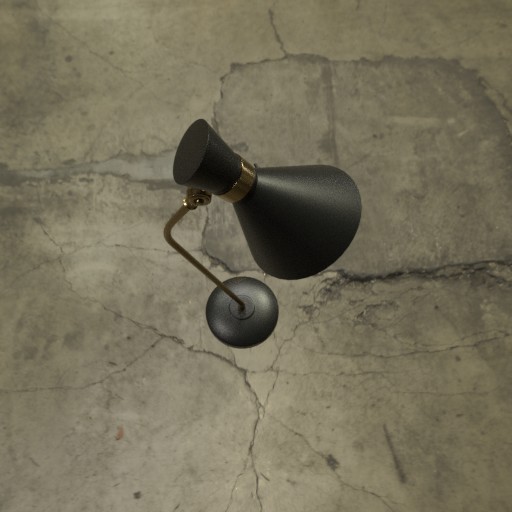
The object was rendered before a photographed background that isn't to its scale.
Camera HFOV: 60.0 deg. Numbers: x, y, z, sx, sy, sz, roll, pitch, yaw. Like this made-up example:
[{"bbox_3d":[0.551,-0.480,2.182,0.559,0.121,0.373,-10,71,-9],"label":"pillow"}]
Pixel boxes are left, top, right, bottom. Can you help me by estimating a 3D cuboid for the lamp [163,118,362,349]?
[{"bbox_3d":[0.000,0.000,0.775,0.292,0.647,0.189,0,65,0],"label":"lamp"}]
